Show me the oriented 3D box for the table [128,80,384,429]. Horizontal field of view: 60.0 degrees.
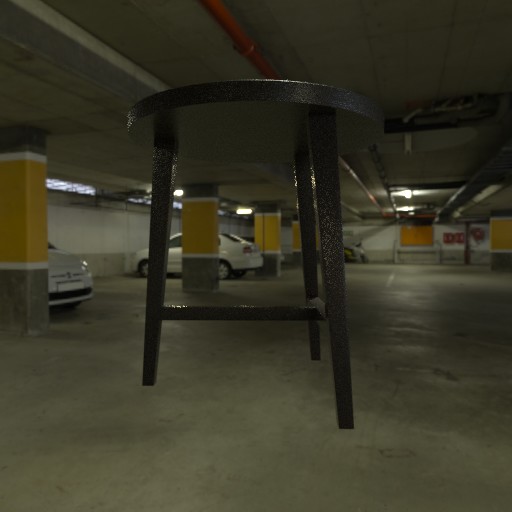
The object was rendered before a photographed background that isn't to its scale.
[{"bbox_3d":[0.000,0.000,0.906,0.500,0.531,0.500,0,1,0],"label":"table"}]
